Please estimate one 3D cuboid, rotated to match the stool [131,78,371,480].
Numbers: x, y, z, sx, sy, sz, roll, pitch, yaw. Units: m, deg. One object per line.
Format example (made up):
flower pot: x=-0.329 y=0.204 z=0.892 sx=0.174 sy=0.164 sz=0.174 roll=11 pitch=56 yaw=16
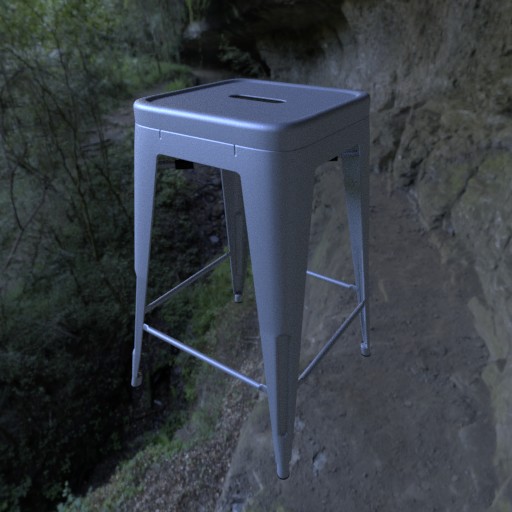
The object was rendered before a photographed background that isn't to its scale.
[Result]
stool: x=0.000 y=0.000 z=0.883 sx=0.406 sy=0.610 sz=0.406 roll=19 pitch=35 yaw=29
